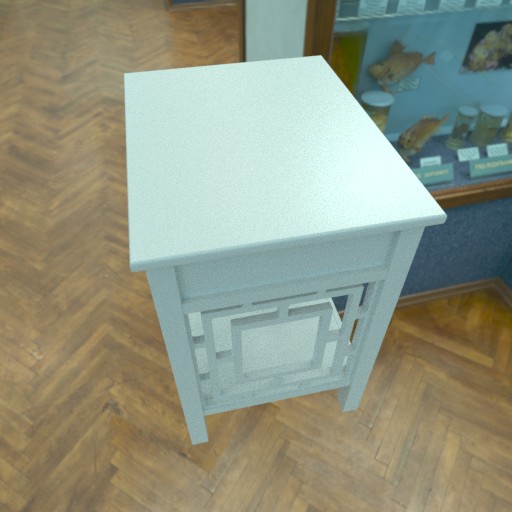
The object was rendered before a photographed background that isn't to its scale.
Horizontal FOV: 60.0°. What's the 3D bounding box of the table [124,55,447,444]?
[{"bbox_3d":[0.000,0.000,1.014,0.451,0.646,0.564,-9,47,-9],"label":"table"}]
